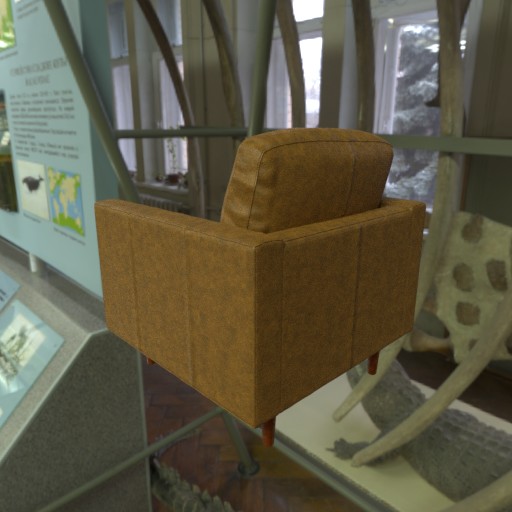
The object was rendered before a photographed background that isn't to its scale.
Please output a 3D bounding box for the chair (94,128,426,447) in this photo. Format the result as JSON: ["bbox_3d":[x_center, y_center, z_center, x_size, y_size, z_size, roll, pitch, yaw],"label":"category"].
[{"bbox_3d":[0.000,0.000,1.716,0.890,0.956,0.909,-15,22,-42],"label":"chair"}]
